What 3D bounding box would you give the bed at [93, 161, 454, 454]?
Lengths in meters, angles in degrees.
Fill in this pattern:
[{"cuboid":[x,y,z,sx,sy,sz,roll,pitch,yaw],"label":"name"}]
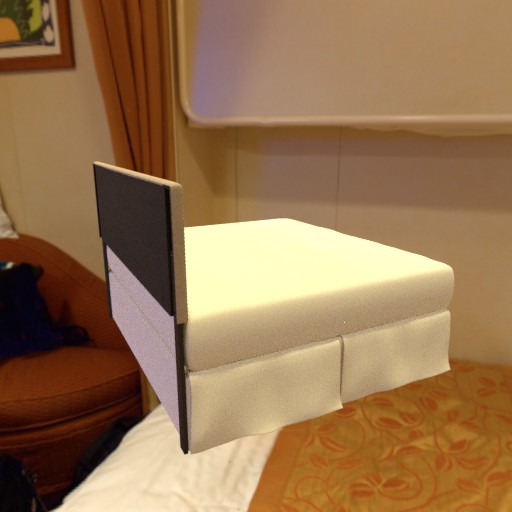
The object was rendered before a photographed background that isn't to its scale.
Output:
[{"cuboid":[0.000,0.000,3.330,1.914,1.346,2.170,-8,17,-27],"label":"bed"}]
